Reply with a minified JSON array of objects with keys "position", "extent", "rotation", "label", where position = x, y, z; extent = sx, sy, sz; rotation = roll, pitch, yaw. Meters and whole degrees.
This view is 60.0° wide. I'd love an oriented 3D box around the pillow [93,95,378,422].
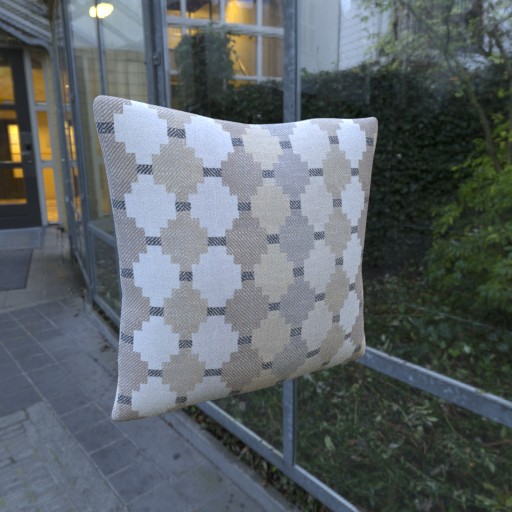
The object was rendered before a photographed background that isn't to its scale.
[{"position":[0.000,0.000,0.855],"extent":[0.578,0.558,0.192],"rotation":[-7,15,-27],"label":"pillow"}]
